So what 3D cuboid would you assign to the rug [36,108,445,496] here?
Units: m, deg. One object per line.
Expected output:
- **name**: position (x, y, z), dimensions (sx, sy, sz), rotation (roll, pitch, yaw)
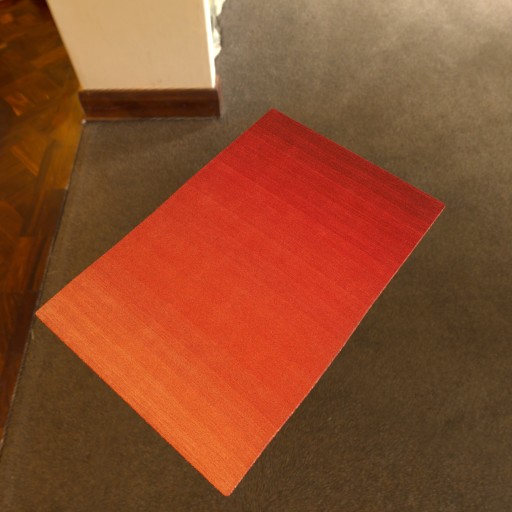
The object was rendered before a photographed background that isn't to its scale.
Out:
- **rug**: position (0.000, 0.000, 2.276), dimensions (1.230, 0.018, 1.835), rotation (35, 65, 19)
